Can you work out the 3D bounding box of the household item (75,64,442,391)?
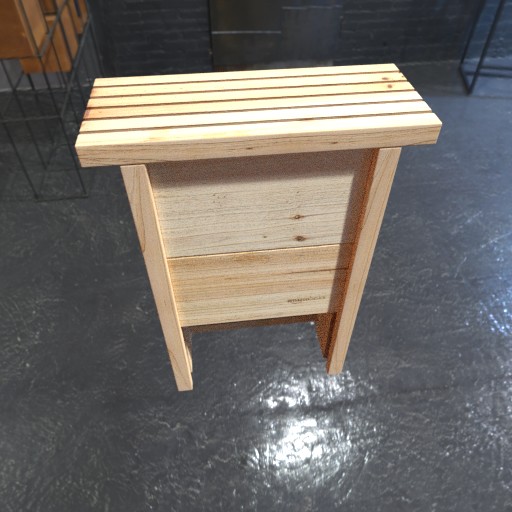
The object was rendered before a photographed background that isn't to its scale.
[{"bbox_3d":[0.000,0.000,0.547,0.301,0.407,0.123,-5,46,-5],"label":"household item"}]
